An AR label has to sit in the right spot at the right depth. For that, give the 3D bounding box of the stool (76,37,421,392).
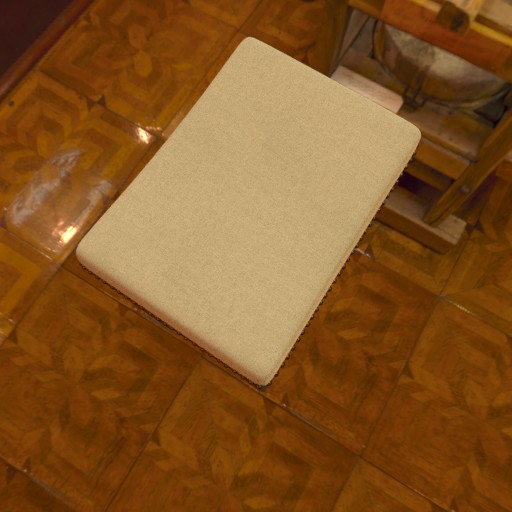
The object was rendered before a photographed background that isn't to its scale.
[{"bbox_3d":[0.000,0.000,1.025,0.358,0.759,0.498,32,77,9],"label":"stool"}]
